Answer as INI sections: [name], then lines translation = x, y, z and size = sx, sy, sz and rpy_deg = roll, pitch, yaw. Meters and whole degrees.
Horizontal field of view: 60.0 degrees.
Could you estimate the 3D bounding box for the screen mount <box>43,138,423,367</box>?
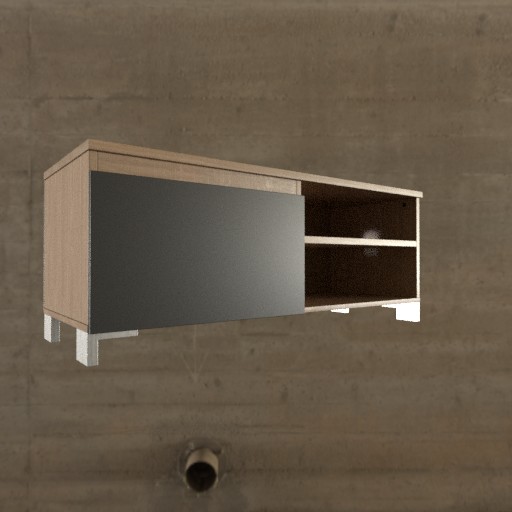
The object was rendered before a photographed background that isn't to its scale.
[screen mount]
translation = 0.000, 0.000, 1.316
size = 1.084, 0.432, 0.406
rpy_deg = 1, -1, -37
